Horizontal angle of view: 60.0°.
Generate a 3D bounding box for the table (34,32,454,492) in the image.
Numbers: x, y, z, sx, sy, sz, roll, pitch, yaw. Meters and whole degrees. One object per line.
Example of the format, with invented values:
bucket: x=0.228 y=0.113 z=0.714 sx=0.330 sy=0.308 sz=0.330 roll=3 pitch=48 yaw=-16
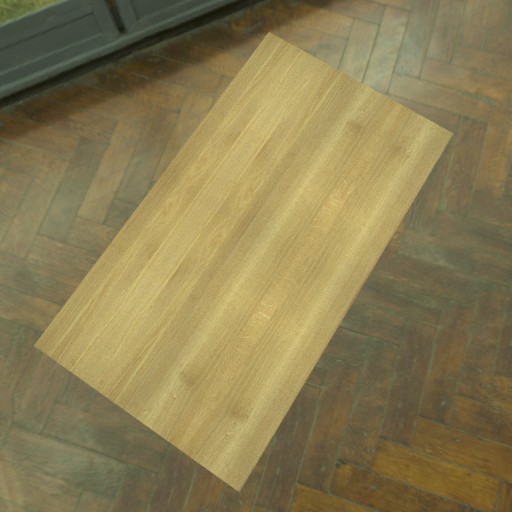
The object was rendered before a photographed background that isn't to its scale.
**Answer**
table: x=0.000 y=0.000 z=2.085 sx=0.900 sy=0.750 sz=1.600 roll=32 pitch=79 yaw=7
